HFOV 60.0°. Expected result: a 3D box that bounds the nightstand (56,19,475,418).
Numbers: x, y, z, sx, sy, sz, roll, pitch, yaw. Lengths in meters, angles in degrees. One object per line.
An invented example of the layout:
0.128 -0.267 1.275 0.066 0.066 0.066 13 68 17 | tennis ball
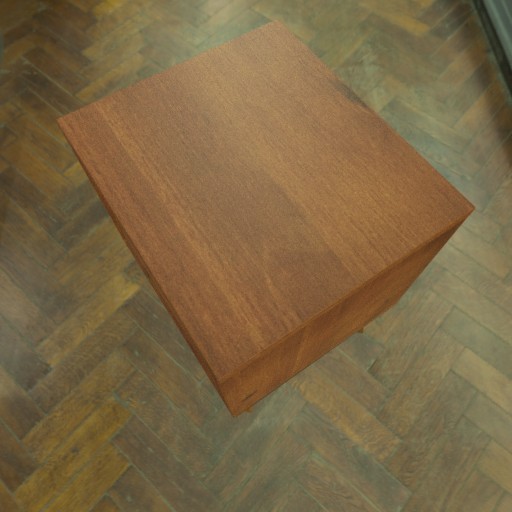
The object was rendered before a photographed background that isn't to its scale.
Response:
0.000 0.000 0.903 0.411 0.618 0.460 -31 68 -14 | nightstand
